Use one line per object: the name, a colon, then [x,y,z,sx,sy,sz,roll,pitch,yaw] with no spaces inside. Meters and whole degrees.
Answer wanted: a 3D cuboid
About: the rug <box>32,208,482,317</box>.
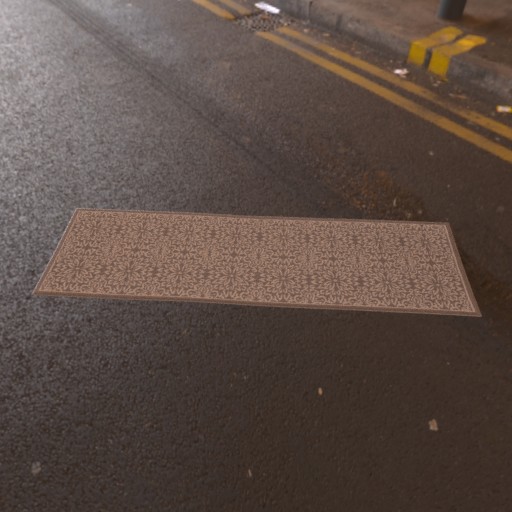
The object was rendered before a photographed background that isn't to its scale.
rug: [0.000,0.000,2.383,2.196,0.011,0.662,2,47,2]
